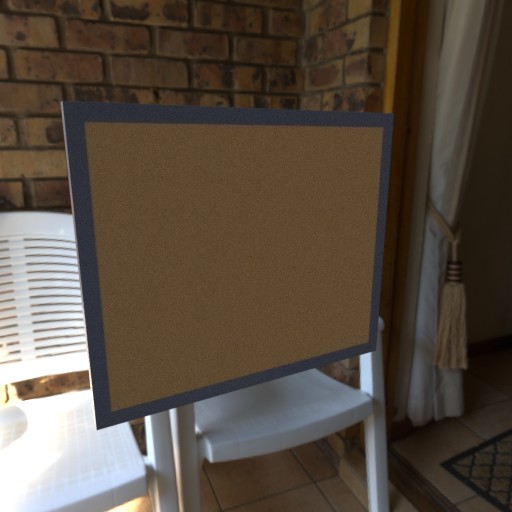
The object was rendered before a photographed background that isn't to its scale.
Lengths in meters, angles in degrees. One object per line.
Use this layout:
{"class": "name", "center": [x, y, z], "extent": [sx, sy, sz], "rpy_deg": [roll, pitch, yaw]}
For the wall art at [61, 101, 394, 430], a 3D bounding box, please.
{"class": "wall art", "center": [0.000, 0.000, 0.883], "extent": [0.660, 0.558, 0.026], "rpy_deg": [-8, 16, -27]}
